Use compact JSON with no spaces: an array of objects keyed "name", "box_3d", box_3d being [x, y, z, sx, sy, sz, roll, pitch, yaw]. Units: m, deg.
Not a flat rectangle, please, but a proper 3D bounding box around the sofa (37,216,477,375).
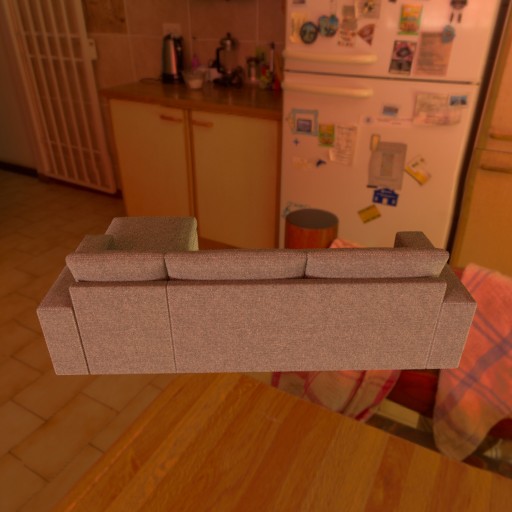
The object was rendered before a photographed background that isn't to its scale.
[{"name":"sofa","box_3d":[0.000,0.000,3.509,2.718,0.940,1.689,-1,30,-1]}]
